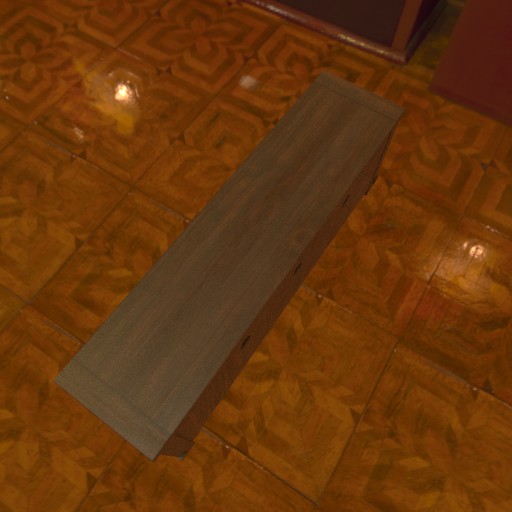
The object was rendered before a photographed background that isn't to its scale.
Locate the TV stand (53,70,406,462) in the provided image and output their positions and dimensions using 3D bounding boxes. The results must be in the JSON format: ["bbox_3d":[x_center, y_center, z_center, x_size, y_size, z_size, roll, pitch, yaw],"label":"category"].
[{"bbox_3d":[0.000,0.000,2.118,0.471,0.615,1.866,32,68,14],"label":"TV stand"}]
